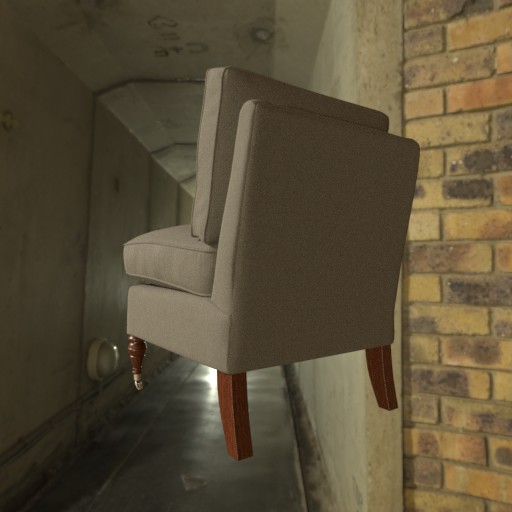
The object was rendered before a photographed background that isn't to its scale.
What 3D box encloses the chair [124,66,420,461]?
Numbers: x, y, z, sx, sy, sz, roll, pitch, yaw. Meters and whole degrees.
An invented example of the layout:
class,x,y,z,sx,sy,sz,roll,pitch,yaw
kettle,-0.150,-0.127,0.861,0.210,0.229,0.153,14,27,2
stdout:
class,x,y,z,sx,sy,sz,roll,pitch,yaw
chair,0.000,0.000,1.628,0.724,1.045,0.924,0,0,-36
